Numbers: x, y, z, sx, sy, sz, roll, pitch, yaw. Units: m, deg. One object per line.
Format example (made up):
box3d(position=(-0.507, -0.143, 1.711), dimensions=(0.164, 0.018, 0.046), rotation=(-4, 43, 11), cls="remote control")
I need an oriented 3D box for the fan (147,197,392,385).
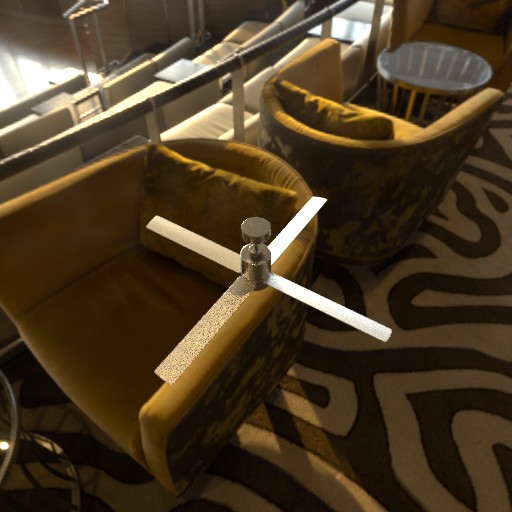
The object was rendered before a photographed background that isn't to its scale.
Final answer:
box3d(position=(0.000, 0.000, 2.008), dimensions=(1.322, 0.355, 1.322), rotation=(25, 51, 22), cls="fan")
